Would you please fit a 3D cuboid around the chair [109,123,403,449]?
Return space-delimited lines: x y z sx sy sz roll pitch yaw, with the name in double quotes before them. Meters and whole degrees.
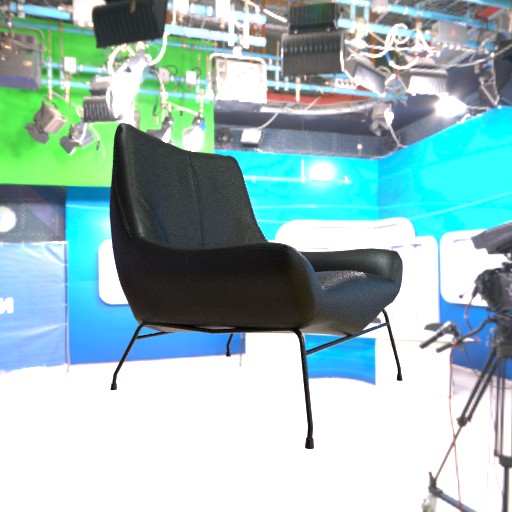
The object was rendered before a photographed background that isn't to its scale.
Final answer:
"chair" 0.000 0.000 1.582 0.826 0.922 0.836 0 -1 35
